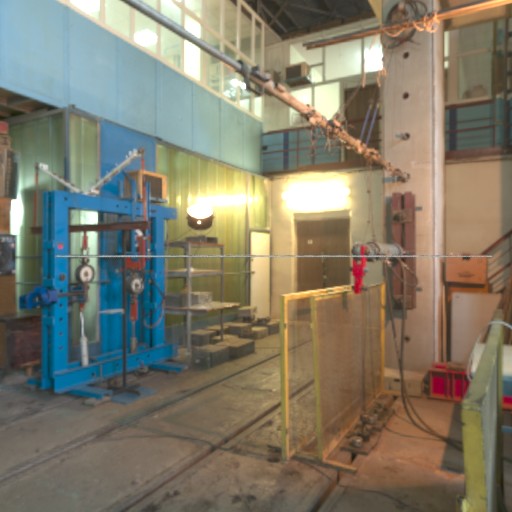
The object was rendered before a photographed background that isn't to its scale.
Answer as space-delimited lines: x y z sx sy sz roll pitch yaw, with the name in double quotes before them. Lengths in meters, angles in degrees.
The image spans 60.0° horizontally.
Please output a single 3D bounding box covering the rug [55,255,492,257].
"rug" 0.000 0.000 4.223 3.205 0.015 2.437 0 0 -17
